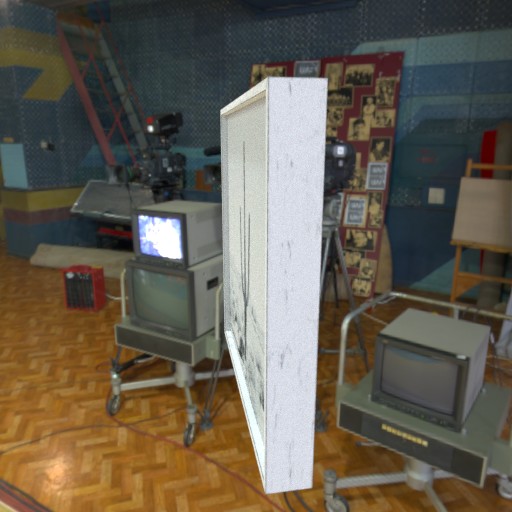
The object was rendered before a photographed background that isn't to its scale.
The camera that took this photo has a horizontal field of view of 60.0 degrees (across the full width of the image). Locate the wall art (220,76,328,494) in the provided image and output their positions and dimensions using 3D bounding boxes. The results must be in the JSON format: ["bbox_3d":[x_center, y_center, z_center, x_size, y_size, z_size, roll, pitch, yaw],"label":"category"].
[{"bbox_3d":[0.000,0.000,0.456,0.038,0.305,0.305,-3,15,-10],"label":"wall art"}]
